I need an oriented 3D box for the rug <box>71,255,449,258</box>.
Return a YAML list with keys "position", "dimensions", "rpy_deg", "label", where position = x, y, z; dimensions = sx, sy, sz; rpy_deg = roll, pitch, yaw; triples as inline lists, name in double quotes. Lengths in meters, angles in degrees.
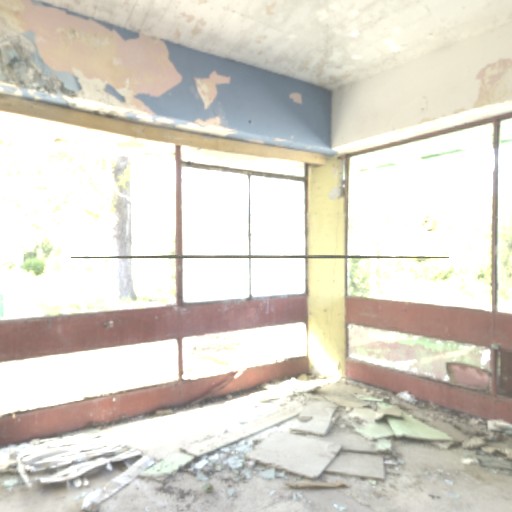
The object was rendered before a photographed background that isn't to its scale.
- position: [0.000, 0.000, 2.948]
  dimensions: [1.507, 0.007, 2.433]
  rpy_deg: [0, 0, -1]
  label: "rug"
